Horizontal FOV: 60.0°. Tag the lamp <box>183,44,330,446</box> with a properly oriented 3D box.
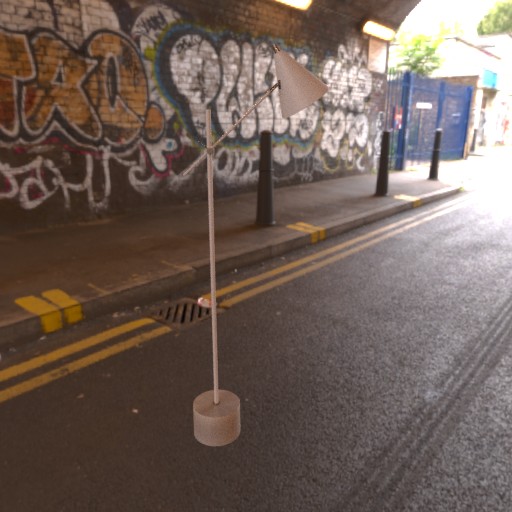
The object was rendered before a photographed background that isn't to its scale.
[{"bbox_3d":[0.000,0.000,1.625,0.508,1.430,0.223,-3,16,-10],"label":"lamp"}]
